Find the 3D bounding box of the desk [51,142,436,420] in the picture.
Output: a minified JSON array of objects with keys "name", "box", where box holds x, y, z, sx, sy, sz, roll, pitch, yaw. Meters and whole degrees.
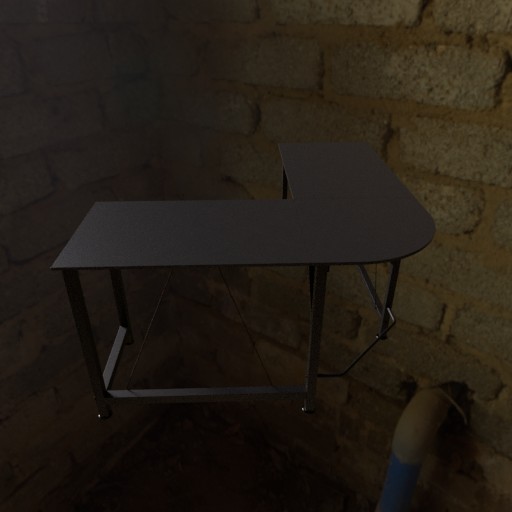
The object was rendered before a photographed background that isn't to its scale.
[{"name":"desk","box":[0.000,0.000,2.273,1.400,0.762,1.400,-1,30,-2]}]
